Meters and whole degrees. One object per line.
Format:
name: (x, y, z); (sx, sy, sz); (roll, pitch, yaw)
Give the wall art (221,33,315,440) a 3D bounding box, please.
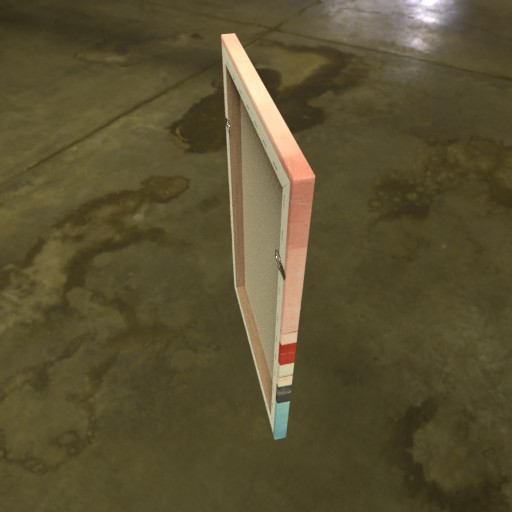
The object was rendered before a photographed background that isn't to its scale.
wall art: (0.000, 0.000, 1.178); (0.038, 0.914, 0.610); (-9, 46, -9)
